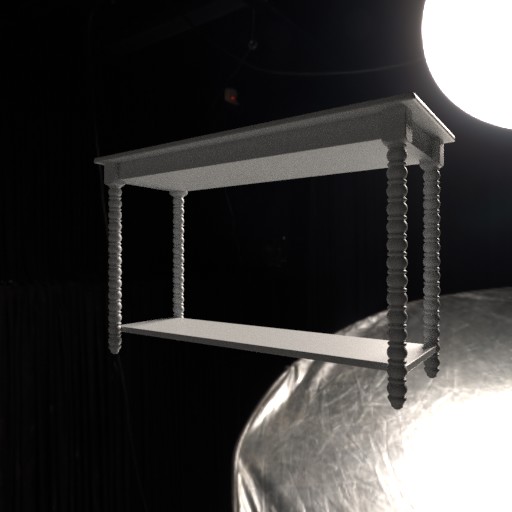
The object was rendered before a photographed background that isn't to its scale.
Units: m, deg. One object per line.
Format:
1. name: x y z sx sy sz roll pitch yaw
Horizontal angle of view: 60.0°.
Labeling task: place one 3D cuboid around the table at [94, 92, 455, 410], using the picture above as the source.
1. table: 0.000 0.000 1.516 1.184 0.740 0.459 0 0 35
